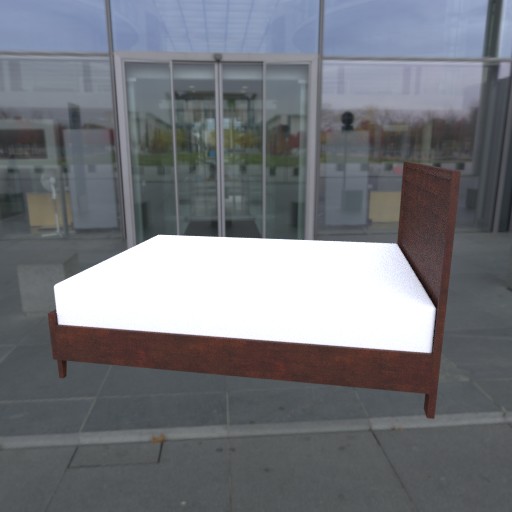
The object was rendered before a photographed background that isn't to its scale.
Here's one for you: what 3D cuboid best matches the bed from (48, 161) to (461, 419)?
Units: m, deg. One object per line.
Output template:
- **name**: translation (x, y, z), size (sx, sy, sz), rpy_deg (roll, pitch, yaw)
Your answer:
- **bed**: translation (0.000, 0.000, 3.117), size (2.184, 1.270, 1.600), rpy_deg (2, 14, 10)
